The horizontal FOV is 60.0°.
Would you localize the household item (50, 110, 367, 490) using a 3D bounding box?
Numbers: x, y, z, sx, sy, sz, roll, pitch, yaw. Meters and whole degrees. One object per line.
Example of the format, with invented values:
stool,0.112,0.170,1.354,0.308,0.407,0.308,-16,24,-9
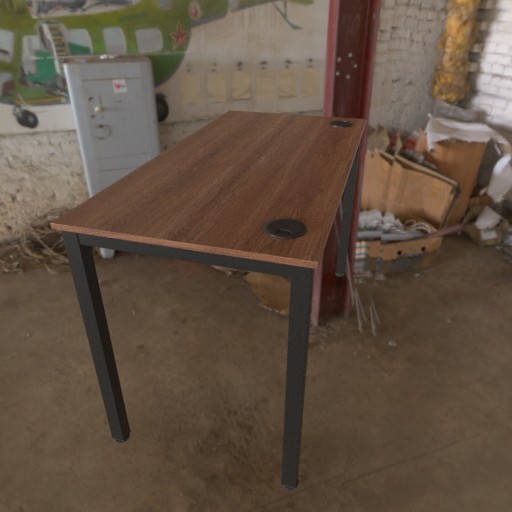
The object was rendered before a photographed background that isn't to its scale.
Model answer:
household item,0.000,0.000,1.594,0.600,0.750,1.200,8,31,14
